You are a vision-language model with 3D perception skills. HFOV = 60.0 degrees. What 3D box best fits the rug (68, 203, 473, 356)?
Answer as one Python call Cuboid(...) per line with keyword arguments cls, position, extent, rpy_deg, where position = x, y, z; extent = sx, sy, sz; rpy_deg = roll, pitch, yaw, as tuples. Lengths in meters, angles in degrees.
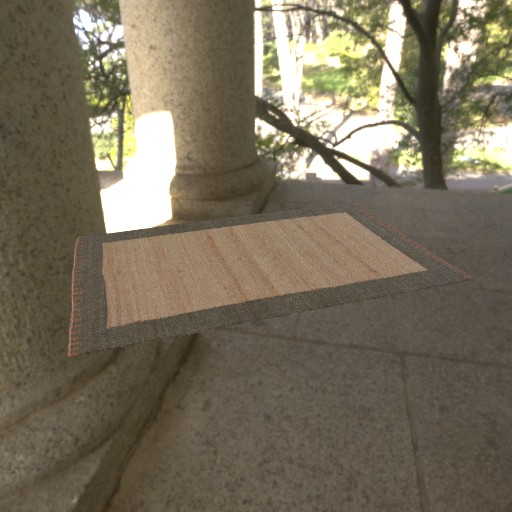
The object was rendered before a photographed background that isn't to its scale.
Cuboid(cls="rug", position=(0.000, 0.000, 3.118), extent=(2.435, 0.006, 1.521), rpy_deg=(-8, 28, -16))
